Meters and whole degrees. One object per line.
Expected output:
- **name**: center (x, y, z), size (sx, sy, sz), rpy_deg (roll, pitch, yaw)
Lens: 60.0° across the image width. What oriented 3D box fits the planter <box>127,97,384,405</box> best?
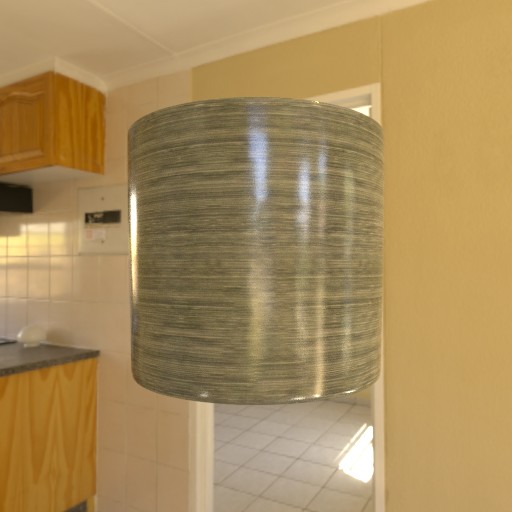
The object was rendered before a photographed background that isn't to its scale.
- **planter**: center (0.000, 0.000, 0.395), size (0.221, 0.201, 0.221), rpy_deg (0, -2, 0)
